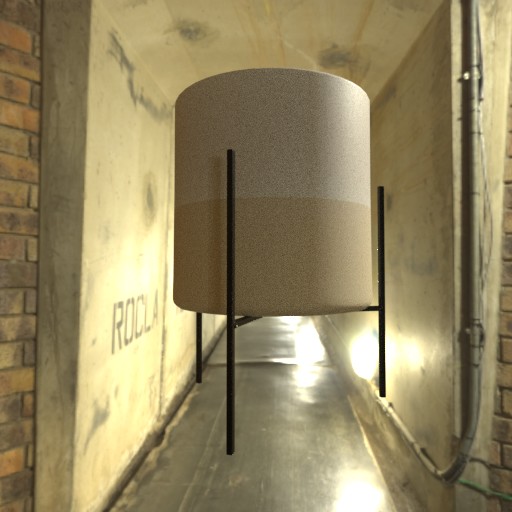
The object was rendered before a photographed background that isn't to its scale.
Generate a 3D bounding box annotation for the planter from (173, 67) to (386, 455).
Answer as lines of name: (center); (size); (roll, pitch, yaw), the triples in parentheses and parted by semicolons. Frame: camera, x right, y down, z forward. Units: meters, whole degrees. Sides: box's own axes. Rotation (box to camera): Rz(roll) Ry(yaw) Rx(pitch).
planter: (0.000, 0.000, 0.540); (0.267, 0.362, 0.263); (-1, -2, 34)
